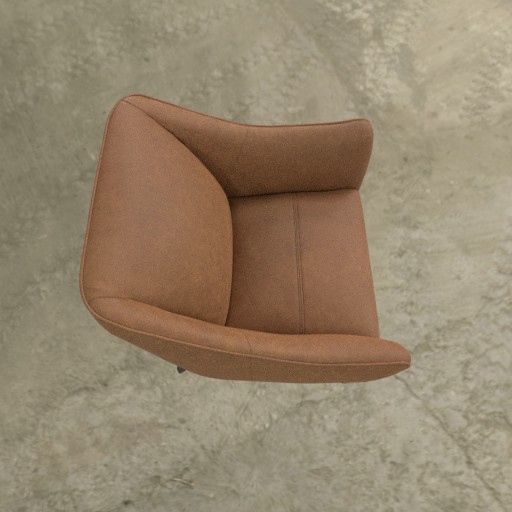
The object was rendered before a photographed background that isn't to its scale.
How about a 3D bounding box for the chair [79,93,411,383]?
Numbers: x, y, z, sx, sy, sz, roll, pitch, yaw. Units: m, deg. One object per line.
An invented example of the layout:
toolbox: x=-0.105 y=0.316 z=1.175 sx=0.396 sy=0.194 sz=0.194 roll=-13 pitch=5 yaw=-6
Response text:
chair: x=0.000 y=0.000 z=1.519 sx=0.852 sy=0.830 sz=0.871 roll=-1 pitch=64 yaw=0
